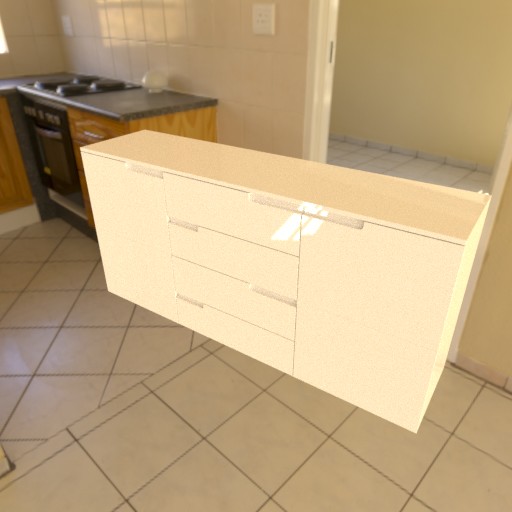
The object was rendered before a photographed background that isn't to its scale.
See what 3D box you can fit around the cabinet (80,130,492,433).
[{"bbox_3d":[0.000,0.000,1.949,1.650,0.800,0.400,18,34,29],"label":"cabinet"}]
